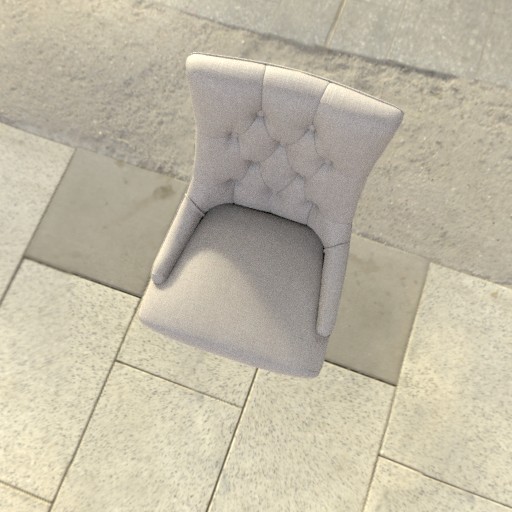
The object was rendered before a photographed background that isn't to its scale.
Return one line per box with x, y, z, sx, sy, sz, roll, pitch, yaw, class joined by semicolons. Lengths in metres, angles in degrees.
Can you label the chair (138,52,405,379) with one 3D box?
0.000;0.000;1.213;0.509;0.874;0.565;17;76;4;chair
